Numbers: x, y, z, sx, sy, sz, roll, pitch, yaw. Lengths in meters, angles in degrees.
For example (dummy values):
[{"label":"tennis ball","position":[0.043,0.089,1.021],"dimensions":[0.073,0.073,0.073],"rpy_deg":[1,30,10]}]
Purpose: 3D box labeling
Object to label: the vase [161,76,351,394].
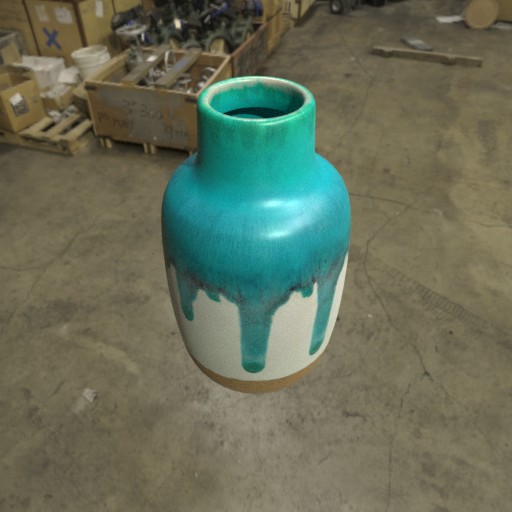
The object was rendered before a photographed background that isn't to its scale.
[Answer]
[{"label":"vase","position":[0.000,0.000,0.262],"dimensions":[0.106,0.192,0.106],"rpy_deg":[0,42,0]}]
